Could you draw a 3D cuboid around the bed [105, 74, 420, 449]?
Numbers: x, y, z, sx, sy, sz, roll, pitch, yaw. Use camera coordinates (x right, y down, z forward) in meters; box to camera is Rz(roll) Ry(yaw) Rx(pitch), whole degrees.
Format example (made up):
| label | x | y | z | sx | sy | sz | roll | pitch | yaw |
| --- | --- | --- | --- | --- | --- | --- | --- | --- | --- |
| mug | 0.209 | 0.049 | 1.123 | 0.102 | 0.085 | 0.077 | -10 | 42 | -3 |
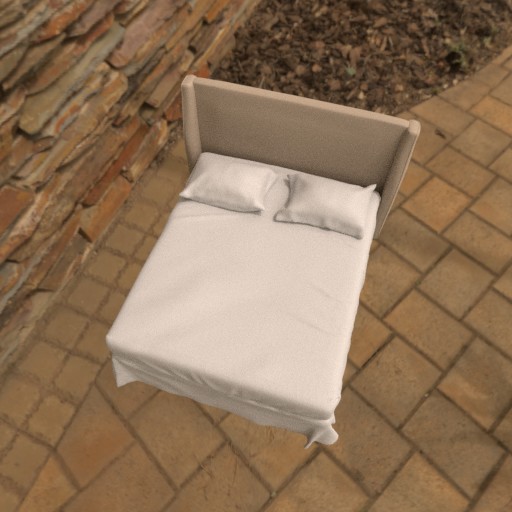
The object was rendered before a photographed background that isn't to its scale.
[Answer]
| label | x | y | z | sx | sy | sz | roll | pitch | yaw |
| --- | --- | --- | --- | --- | --- | --- | --- | --- | --- |
| bed | 0.000 | 0.000 | 3.466 | 1.925 | 1.332 | 2.276 | 15 | 59 | 9 |
